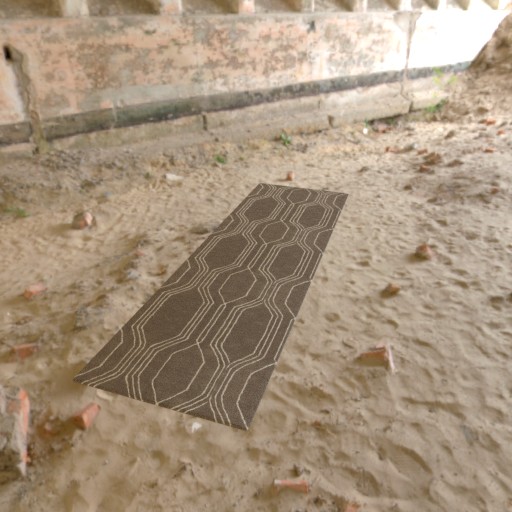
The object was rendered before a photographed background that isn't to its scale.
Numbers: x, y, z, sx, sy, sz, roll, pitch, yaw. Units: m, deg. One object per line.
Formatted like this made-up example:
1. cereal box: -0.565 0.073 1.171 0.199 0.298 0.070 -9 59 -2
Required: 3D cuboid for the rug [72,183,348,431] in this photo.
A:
1. rug: 0.000 0.000 2.737 0.773 0.012 2.464 10 31 16
